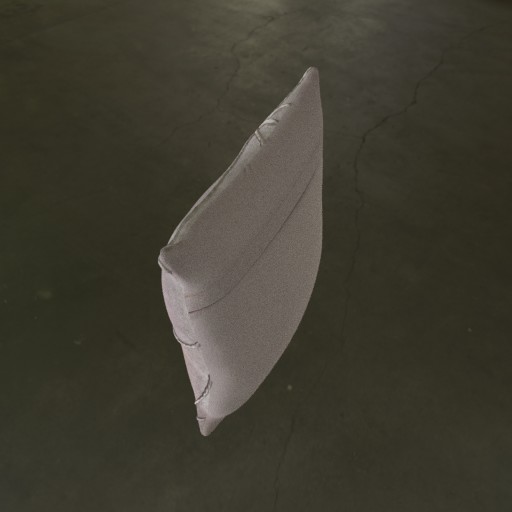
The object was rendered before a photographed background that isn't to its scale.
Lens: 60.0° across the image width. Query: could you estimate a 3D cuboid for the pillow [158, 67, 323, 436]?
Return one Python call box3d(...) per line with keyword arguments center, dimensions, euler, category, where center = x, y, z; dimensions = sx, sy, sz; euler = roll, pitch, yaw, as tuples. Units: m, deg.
box3d(center=(0.000, 0.000, 0.703), dimensions=(0.185, 0.440, 0.439), euler=(19, 50, 17), category="pillow")
